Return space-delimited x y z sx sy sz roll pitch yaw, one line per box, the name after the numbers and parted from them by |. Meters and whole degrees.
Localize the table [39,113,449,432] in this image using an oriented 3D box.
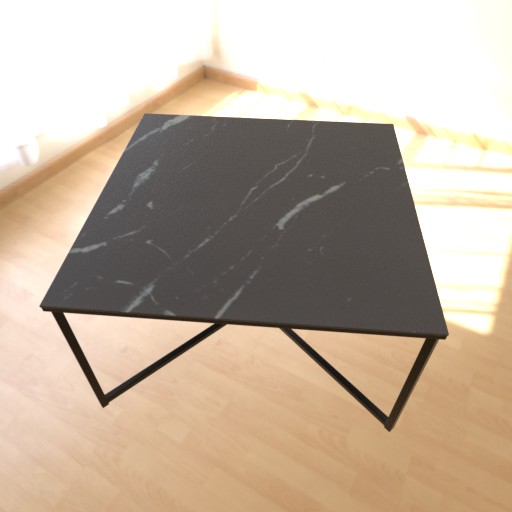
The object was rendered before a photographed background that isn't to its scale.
0.000 0.000 1.300 0.800 0.450 0.800 4 45 3 | table
